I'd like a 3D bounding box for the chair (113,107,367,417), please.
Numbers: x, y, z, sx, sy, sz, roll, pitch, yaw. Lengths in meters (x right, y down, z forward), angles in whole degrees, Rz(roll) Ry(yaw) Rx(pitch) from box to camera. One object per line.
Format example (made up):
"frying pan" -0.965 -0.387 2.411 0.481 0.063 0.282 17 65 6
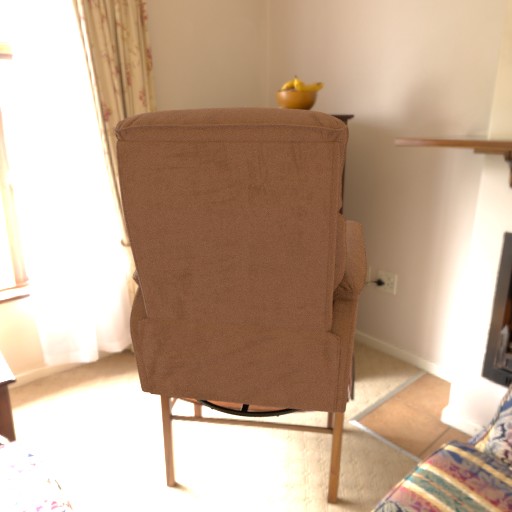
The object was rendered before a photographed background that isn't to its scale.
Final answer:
"chair" 0.000 0.000 1.677 0.820 1.037 1.004 3 17 9
